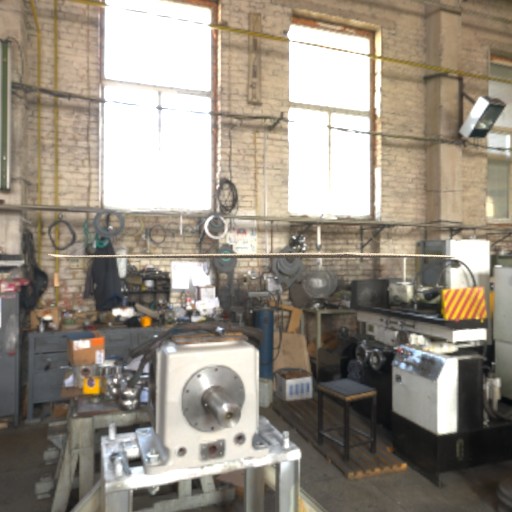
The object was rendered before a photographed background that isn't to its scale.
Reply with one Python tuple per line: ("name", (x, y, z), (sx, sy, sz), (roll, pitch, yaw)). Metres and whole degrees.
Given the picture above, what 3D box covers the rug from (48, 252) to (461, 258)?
("rug", (0.000, 0.000, 3.941), (2.897, 0.035, 2.277), (0, -1, 37))
